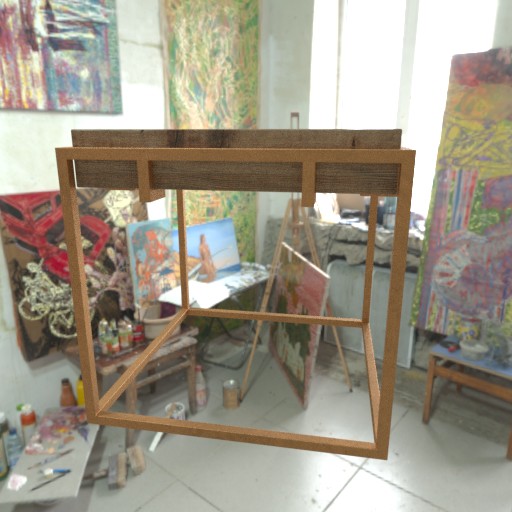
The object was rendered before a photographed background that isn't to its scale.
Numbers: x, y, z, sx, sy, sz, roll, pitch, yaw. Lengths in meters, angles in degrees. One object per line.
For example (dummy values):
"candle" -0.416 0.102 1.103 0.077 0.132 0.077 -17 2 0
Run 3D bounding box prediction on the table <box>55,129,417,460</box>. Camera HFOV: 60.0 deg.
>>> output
"table" 0.000 0.000 1.070 0.599 0.584 0.599 3 16 10
